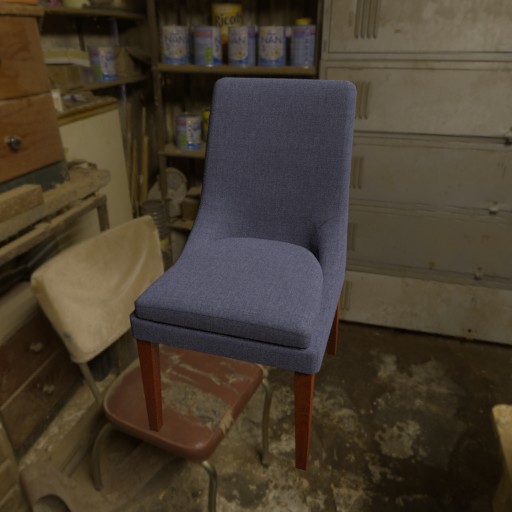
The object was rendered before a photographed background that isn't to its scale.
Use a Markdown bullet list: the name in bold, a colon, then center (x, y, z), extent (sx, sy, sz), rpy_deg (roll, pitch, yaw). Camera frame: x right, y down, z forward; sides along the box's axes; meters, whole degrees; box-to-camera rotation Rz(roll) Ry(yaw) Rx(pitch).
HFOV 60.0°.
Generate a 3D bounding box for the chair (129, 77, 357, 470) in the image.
- **chair**: center (0.000, 0.000, 1.337), extent (0.508, 0.952, 0.655), rpy_deg (8, 27, 15)
